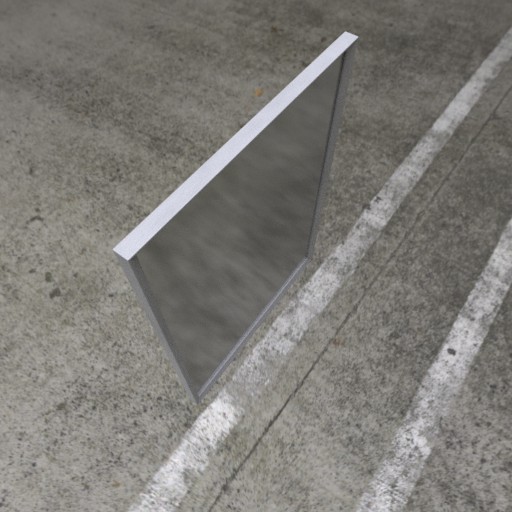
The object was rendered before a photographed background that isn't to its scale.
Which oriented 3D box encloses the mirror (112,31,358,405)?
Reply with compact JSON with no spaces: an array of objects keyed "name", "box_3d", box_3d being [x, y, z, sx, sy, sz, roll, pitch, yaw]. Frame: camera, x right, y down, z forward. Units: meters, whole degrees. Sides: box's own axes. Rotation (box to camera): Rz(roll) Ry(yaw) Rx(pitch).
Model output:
[{"name":"mirror","box_3d":[0.000,0.000,1.323,0.041,1.016,0.762,32,64,18]}]
